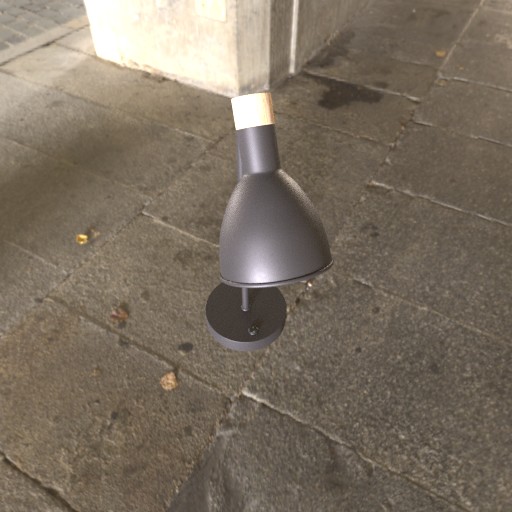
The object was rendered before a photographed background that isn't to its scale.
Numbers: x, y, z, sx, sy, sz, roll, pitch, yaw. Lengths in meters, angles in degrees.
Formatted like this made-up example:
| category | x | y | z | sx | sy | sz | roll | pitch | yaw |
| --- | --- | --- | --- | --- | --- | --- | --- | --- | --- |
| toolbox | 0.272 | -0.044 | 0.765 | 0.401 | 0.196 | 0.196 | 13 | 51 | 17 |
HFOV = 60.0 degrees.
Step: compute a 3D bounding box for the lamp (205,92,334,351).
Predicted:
| category | x | y | z | sx | sy | sz | roll | pitch | yaw |
| --- | --- | --- | --- | --- | --- | --- | --- | --- | --- |
| lamp | 0.000 | 0.000 | 0.618 | 0.152 | 0.483 | 0.287 | -12 | 49 | -10 |
